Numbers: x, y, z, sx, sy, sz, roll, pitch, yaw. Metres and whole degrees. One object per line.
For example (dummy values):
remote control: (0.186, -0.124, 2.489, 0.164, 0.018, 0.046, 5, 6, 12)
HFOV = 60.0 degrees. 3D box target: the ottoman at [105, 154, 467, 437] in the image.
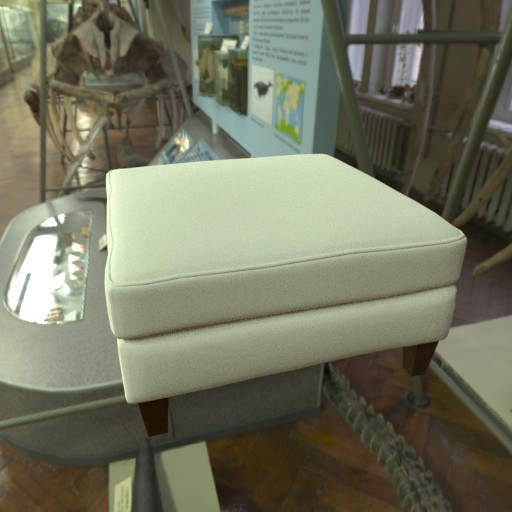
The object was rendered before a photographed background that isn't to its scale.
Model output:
ottoman: (0.000, 0.000, 1.358, 0.838, 0.479, 0.838, -8, 28, -15)
